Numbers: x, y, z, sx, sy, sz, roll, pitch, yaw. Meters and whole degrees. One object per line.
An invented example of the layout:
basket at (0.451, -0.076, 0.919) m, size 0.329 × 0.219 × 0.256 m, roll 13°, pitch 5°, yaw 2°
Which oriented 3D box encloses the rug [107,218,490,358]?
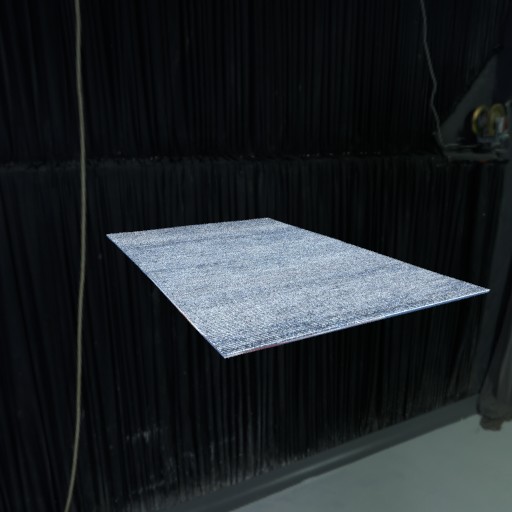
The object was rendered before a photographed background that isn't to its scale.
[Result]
rug at (0.000, 0.000, 2.259) m, size 1.159 × 0.025 × 1.793 m, roll -8°, pitch 17°, yaw -27°
